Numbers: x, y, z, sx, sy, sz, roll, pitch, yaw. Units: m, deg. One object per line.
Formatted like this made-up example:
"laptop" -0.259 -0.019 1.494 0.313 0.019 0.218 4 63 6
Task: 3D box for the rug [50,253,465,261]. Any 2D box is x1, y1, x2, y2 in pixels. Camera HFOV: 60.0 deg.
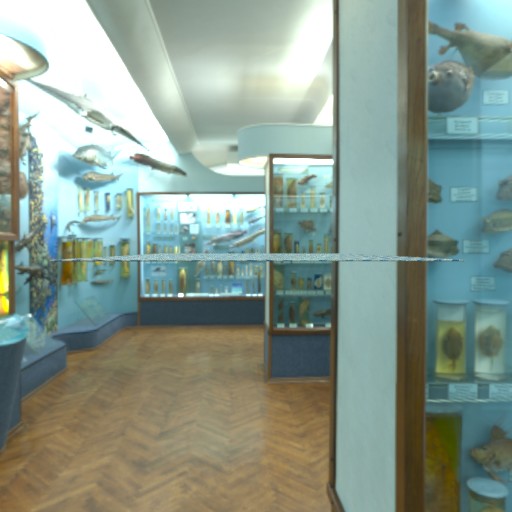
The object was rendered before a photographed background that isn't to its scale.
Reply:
"rug" 0.000 0.000 4.128 2.453 0.008 3.059 0 1 -1
